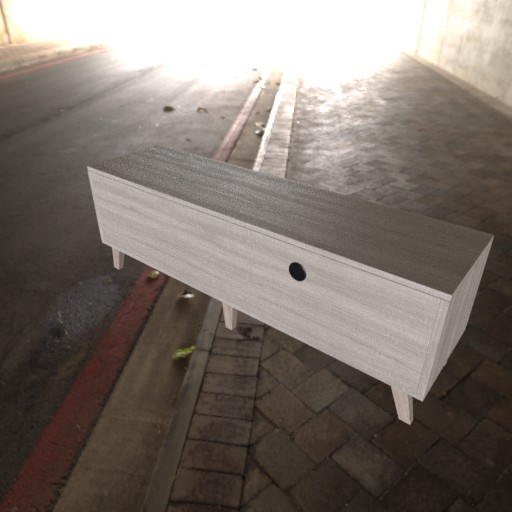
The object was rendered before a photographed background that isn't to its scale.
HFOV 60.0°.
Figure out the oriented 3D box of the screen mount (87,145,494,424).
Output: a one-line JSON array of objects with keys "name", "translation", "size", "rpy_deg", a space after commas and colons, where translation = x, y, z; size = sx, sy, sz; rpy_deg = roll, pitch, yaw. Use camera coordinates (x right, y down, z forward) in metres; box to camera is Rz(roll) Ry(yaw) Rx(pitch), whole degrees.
[{"name": "screen mount", "translation": [0.000, 0.000, 1.720], "size": [1.500, 0.509, 0.401], "rpy_deg": [22, 37, 32]}]
